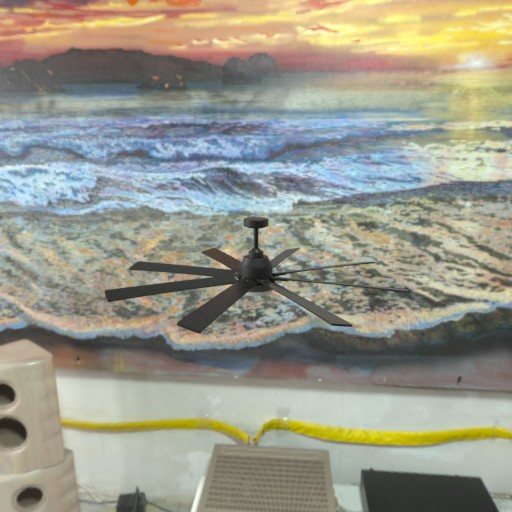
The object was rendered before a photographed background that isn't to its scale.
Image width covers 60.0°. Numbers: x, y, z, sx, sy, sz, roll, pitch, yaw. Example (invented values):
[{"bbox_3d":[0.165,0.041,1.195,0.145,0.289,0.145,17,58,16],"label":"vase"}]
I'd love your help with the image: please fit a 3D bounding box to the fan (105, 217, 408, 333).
[{"bbox_3d":[0.000,0.000,2.789,1.830,0.472,1.830,-6,14,-25],"label":"fan"}]
